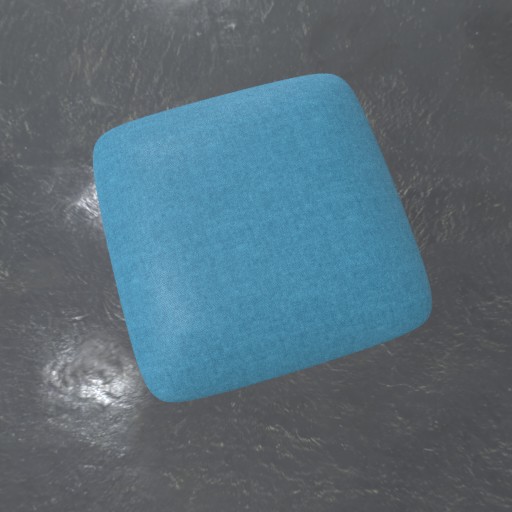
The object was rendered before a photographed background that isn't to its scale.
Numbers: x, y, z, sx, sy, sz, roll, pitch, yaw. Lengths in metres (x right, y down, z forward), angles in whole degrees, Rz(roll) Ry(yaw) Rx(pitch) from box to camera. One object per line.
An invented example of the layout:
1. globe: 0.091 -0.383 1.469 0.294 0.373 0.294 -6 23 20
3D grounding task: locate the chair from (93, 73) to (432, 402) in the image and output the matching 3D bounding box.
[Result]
1. chair: 0.000 0.000 0.708 0.360 0.450 0.360 -16 77 -4
